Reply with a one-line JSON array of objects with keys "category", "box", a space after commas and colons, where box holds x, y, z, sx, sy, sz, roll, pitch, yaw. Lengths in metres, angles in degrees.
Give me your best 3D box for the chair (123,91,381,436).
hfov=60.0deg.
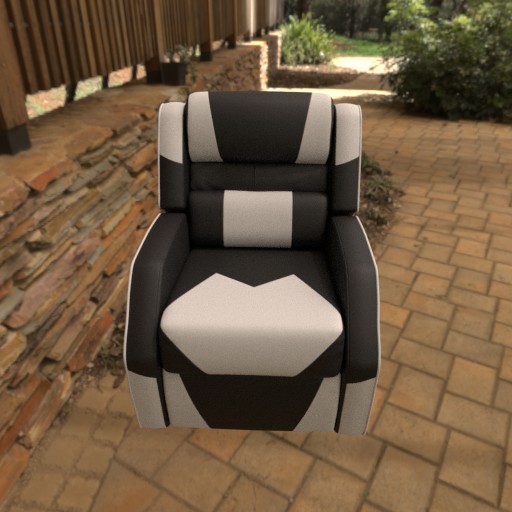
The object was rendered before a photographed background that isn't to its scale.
[{"category": "chair", "box": [0.000, 0.000, 1.274, 0.620, 0.805, 0.672, 1, 30, 2]}]
